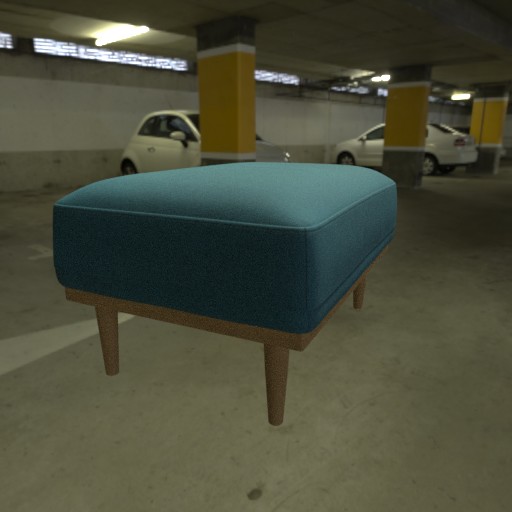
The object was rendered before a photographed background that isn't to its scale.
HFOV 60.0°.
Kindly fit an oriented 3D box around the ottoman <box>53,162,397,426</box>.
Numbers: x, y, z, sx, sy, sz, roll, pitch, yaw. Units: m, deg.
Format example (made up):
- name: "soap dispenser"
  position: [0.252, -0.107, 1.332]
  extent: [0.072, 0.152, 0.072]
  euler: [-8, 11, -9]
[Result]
- name: "ottoman"
  position: [0.000, 0.000, 1.082]
  extent: [0.549, 0.428, 0.749]
  euler: [7, 17, 25]
